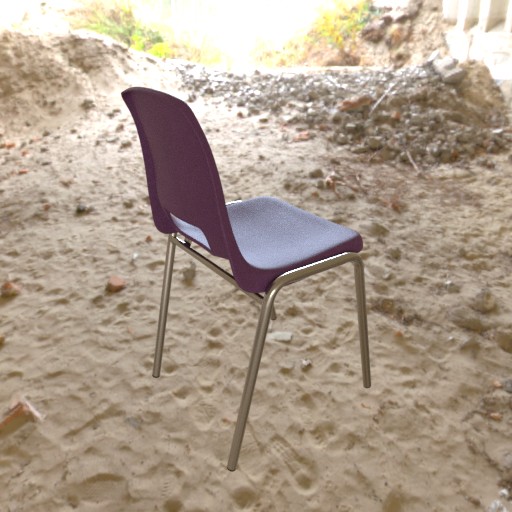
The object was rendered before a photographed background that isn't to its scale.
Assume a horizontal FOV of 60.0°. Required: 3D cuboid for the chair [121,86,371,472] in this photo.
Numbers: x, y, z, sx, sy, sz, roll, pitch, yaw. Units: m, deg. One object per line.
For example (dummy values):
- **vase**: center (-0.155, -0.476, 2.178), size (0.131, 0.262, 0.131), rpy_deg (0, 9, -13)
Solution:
- **chair**: center (0.000, 0.000, 0.949), size (0.432, 0.704, 0.381), rpy_deg (-19, 33, -33)
